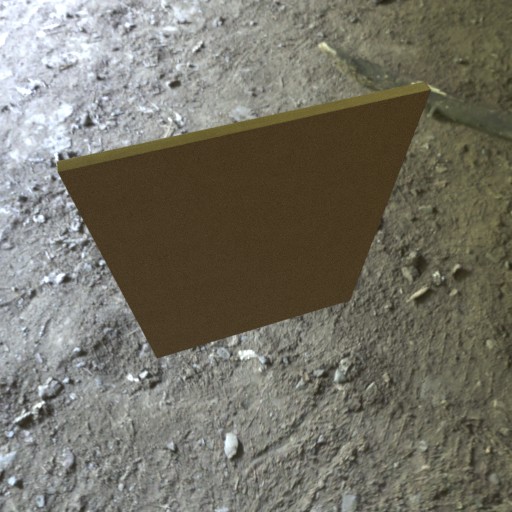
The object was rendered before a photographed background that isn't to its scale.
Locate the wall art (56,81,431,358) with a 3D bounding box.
[{"bbox_3d":[0.000,0.000,1.332,0.798,1.002,0.030,-15,58,-10],"label":"wall art"}]
